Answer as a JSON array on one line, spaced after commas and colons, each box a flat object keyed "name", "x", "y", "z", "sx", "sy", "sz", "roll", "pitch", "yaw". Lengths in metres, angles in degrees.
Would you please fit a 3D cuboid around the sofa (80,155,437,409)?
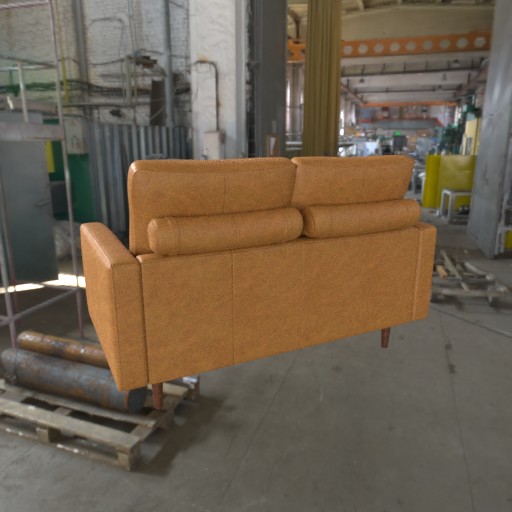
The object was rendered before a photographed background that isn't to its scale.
[{"name": "sofa", "x": 0.000, "y": 0.000, "z": 2.021, "sx": 1.430, "sy": 0.898, "sz": 0.868, "roll": -7, "pitch": 16, "yaw": -26}]
